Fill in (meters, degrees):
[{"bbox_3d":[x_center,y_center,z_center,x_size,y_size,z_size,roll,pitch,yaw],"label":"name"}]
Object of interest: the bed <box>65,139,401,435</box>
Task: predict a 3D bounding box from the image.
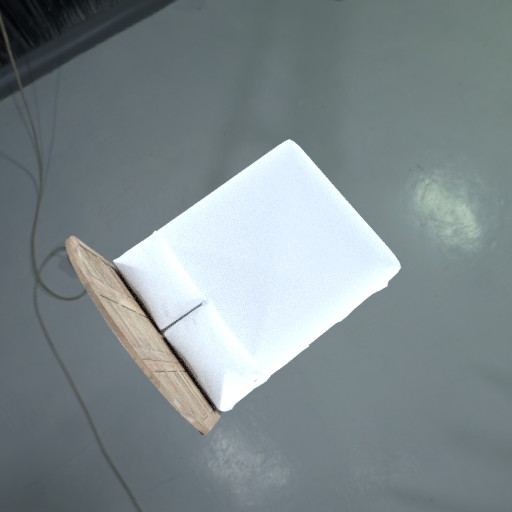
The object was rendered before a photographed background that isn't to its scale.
[{"bbox_3d":[0.000,0.000,3.536,2.112,2.002,1.713,-37,79,-9],"label":"bed"}]
